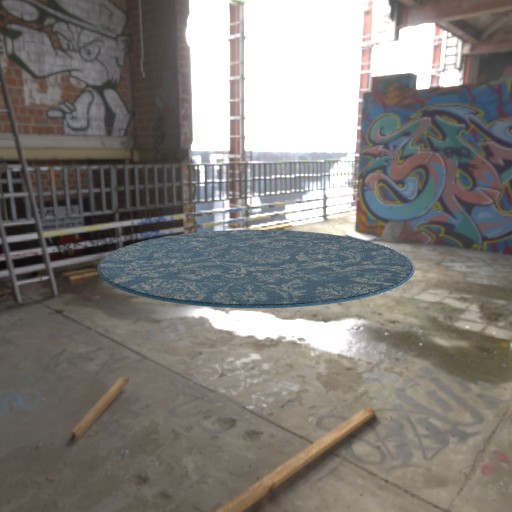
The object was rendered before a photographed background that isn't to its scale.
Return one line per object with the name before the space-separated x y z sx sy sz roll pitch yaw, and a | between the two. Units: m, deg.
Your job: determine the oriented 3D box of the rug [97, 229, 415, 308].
rug | 0.000 0.000 2.354 1.593 0.012 1.593 0 13 0
